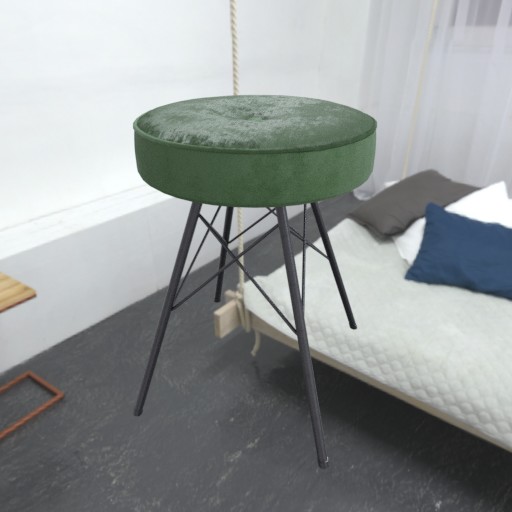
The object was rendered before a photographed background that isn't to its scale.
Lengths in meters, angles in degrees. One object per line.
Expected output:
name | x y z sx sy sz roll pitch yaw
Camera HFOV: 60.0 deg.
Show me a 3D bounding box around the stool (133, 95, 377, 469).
stool | 0.000 0.000 0.926 0.430 0.595 0.457 9 30 16
